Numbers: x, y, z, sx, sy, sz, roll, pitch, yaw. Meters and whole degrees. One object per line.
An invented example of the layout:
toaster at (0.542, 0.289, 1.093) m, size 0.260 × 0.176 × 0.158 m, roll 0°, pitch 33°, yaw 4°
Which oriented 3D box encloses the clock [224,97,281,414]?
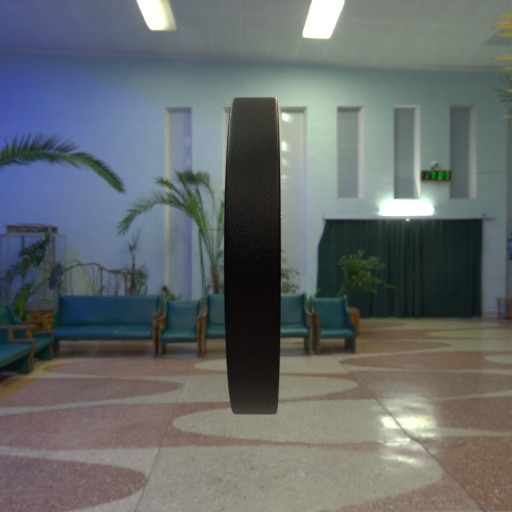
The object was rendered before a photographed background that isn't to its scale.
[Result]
clock at (0.000, 0.000, 0.465) m, size 0.040 × 0.314 × 0.314 m, roll 0°, pitch 0°, yaw 1°
